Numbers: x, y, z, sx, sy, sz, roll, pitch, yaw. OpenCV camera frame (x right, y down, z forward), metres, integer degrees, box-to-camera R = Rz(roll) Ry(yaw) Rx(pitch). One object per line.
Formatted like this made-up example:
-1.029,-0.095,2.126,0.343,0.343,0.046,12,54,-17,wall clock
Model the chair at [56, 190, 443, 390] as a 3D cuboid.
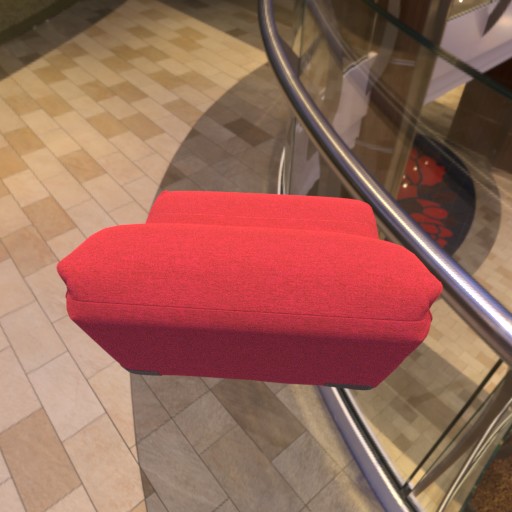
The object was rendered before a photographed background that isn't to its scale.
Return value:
0.000,0.000,1.324,0.820,0.580,0.780,3,46,3,chair
